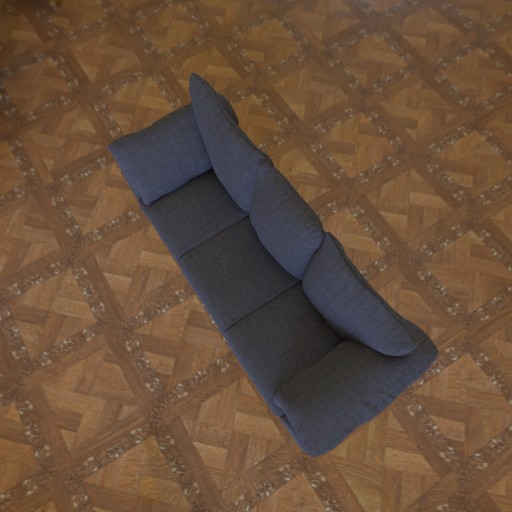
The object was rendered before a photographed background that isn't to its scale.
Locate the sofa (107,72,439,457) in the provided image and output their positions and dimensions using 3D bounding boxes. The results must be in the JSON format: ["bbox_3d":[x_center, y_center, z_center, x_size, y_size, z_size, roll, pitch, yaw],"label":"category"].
[{"bbox_3d":[0.000,0.000,2.862,0.883,1.080,2.336,-31,69,-14],"label":"sofa"}]
